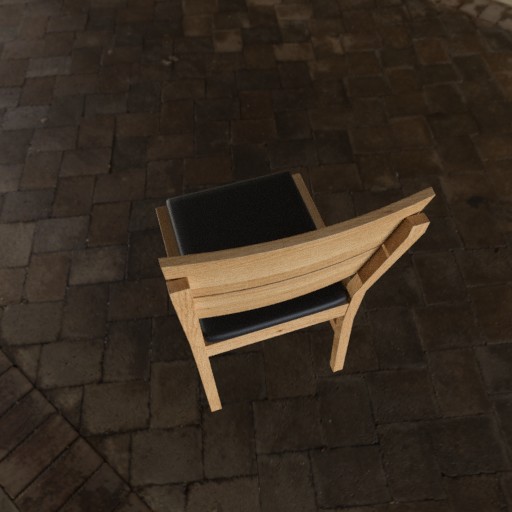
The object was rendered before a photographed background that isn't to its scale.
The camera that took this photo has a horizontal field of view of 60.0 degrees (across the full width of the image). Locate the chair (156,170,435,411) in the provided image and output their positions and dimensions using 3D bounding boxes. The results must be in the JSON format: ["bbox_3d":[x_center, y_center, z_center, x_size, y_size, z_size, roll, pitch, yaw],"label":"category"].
[{"bbox_3d":[0.000,0.000,1.249,0.475,0.950,0.569,-15,59,-9],"label":"chair"}]
